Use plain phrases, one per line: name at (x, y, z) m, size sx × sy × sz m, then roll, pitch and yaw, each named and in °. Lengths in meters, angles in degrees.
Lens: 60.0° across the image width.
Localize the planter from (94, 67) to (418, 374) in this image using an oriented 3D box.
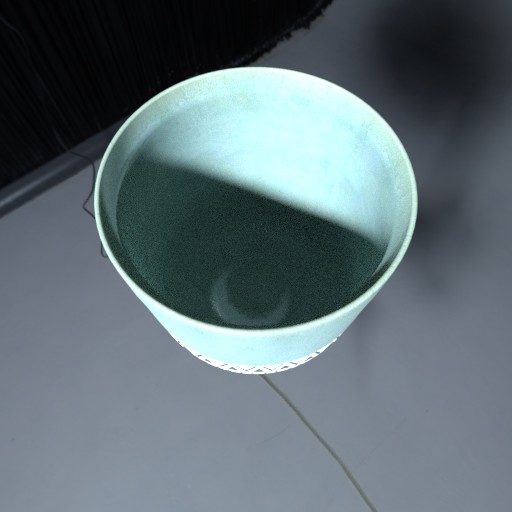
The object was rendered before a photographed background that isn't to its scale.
planter at (0.000, 0.000, 0.370) m, size 0.198 × 0.214 × 0.198 m, roll 0°, pitch 63°, yaw 0°
